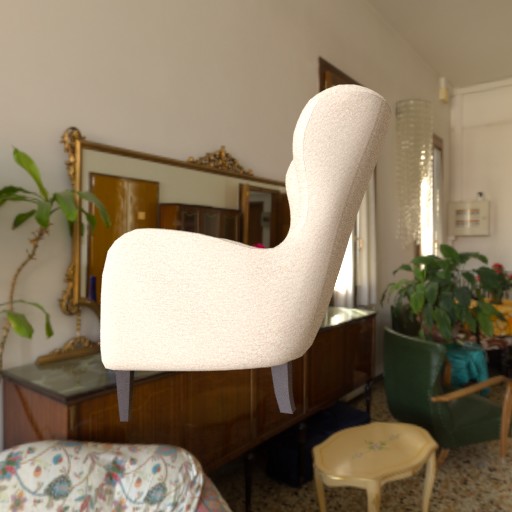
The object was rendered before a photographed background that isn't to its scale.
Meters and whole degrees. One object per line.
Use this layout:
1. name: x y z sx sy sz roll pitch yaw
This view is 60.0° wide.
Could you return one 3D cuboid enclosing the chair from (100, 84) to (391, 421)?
1. chair: 0.000 0.000 1.756 0.984 1.064 0.861 0 1 2
